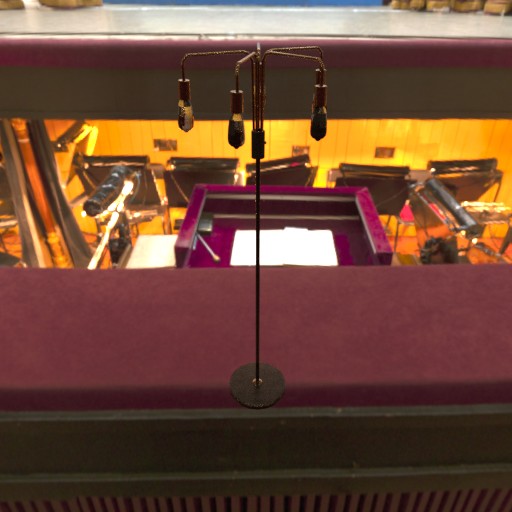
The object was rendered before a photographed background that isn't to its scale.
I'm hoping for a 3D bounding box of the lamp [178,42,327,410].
[{"bbox_3d":[0.000,0.000,2.022,0.572,1.721,0.599,0,32,0],"label":"lamp"}]
